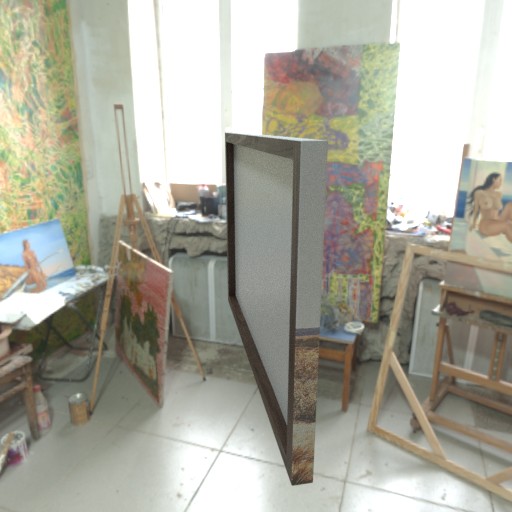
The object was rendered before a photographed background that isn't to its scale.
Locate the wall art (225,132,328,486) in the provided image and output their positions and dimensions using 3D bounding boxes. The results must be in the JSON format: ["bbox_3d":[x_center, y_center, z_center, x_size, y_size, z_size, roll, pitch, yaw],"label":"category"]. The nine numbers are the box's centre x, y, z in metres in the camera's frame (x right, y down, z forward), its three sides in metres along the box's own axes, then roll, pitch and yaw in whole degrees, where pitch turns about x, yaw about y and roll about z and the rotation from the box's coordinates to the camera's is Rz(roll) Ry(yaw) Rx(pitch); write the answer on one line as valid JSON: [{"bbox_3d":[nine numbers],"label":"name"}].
[{"bbox_3d":[0.000,0.000,1.443,0.051,0.761,1.138,-3,17,-10],"label":"wall art"}]
